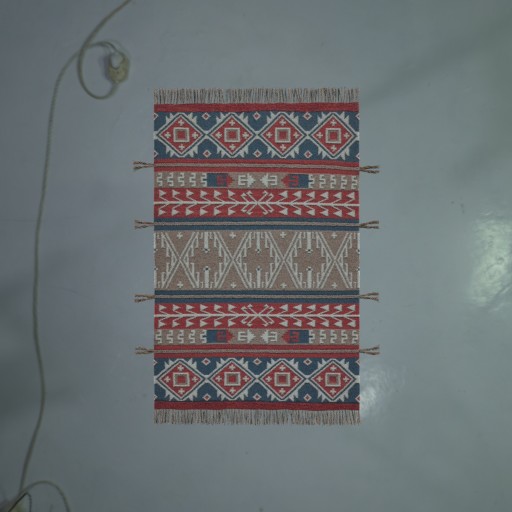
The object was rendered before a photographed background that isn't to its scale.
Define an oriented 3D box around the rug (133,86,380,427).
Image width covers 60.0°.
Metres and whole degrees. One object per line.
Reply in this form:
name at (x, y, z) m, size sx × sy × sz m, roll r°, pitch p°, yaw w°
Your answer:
rug at (0.000, 0.000, 2.636) m, size 1.469 × 0.040 × 2.025 m, roll 0°, pitch 90°, yaw 1°
